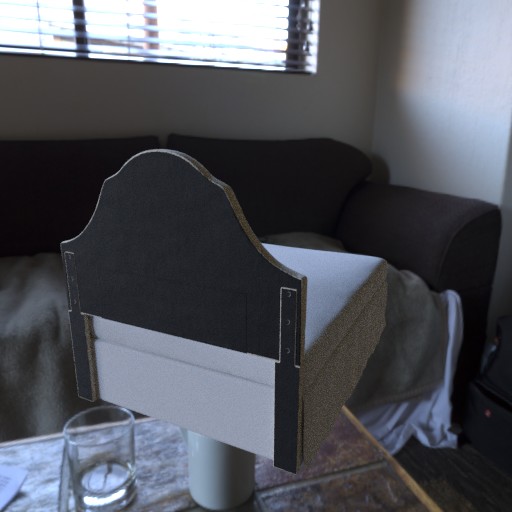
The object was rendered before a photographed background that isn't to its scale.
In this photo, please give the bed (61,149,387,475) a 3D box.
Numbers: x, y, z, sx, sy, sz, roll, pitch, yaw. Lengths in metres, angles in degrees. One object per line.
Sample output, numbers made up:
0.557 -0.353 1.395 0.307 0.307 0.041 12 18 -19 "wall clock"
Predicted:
0.000 0.000 3.234 1.627 1.575 2.092 8 17 26 "bed"
